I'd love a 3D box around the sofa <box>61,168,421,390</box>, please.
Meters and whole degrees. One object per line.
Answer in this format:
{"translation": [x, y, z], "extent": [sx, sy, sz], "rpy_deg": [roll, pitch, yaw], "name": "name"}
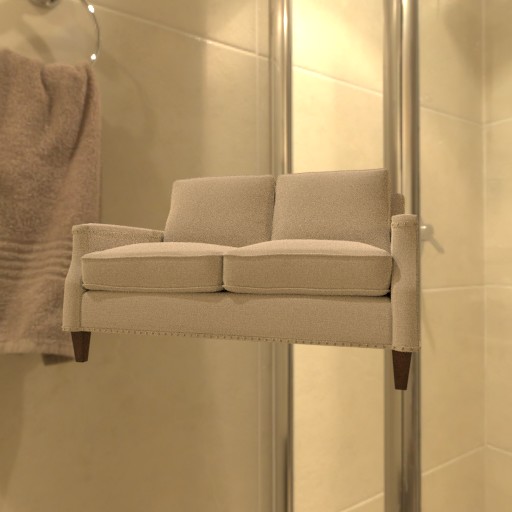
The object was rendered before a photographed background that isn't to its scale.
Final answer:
{"translation": [0.000, 0.000, 2.338], "extent": [1.597, 1.003, 1.084], "rpy_deg": [0, 0, 18], "name": "sofa"}
